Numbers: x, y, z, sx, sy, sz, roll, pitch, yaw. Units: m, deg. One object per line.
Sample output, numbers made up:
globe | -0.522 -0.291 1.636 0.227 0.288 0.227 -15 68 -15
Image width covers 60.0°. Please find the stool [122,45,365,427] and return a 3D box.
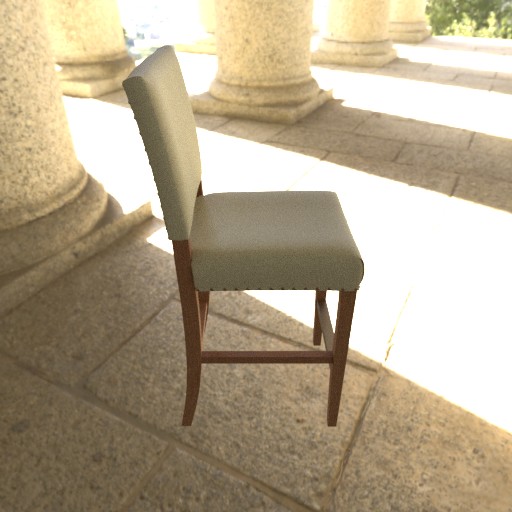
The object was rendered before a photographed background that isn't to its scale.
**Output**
stool | 0.000 0.000 1.413 0.584 1.168 0.445 -1 33 -1
